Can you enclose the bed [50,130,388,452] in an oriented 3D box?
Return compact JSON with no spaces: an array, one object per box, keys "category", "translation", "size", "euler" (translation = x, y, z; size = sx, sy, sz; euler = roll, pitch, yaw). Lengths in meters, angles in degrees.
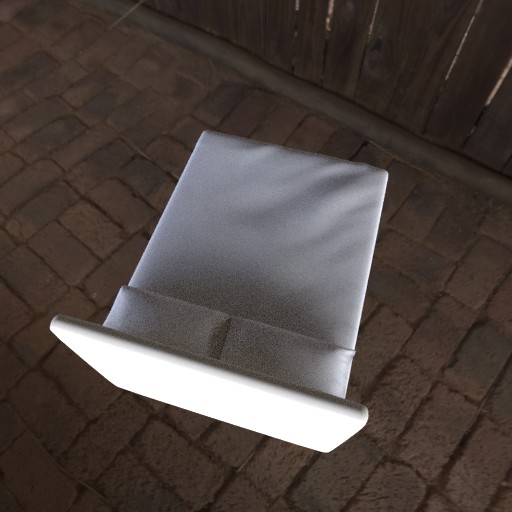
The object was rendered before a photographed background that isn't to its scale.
[{"category":"bed","translation":[0.000,0.000,3.200],"size":[1.714,1.330,2.147],"euler":[15,62,8]}]
